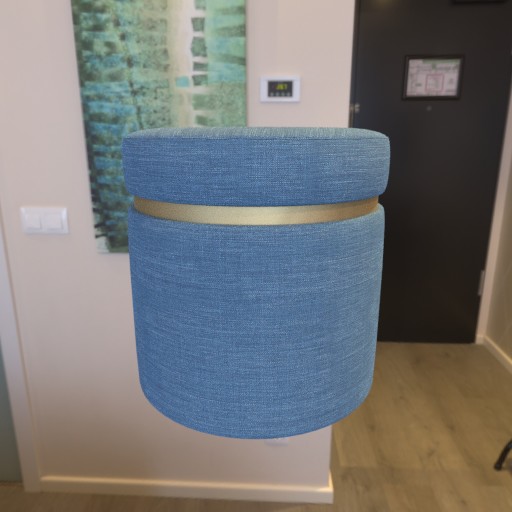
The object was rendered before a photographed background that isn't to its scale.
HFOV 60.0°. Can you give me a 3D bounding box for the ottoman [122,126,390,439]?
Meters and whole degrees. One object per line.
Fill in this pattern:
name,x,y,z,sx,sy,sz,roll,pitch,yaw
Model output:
ottoman,0.000,0.000,0.724,0.398,0.406,0.398,0,15,0
